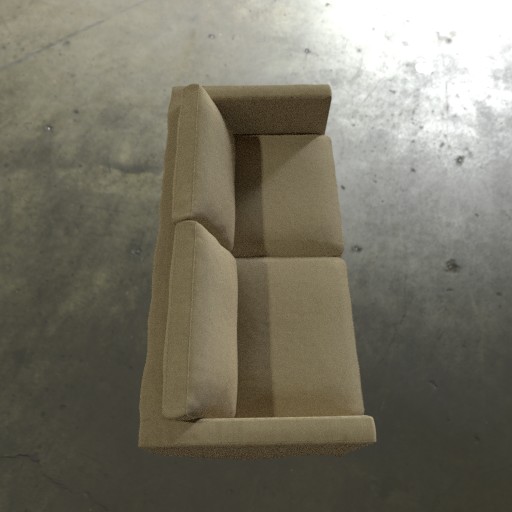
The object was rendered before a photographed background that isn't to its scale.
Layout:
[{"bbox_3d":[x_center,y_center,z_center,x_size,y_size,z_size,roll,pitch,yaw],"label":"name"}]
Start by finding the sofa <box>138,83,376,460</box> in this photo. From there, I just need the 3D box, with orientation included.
[{"bbox_3d":[0.000,0.000,2.381,0.962,0.835,1.959,-1,63,0],"label":"sofa"}]
